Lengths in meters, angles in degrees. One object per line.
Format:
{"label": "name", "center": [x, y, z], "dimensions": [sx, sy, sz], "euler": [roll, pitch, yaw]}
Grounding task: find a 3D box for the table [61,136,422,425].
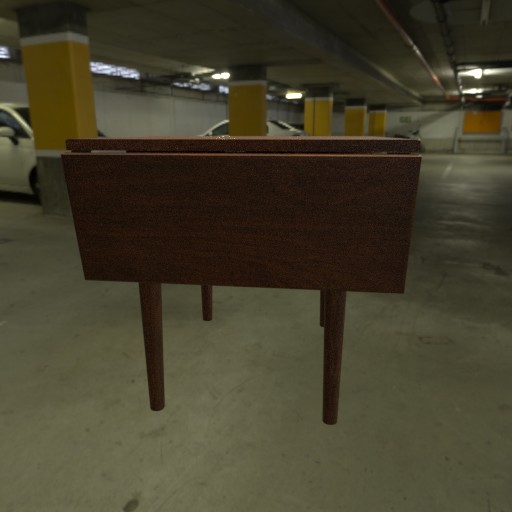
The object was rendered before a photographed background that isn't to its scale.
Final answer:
{"label": "table", "center": [0.000, 0.000, 1.476], "dimensions": [0.812, 0.763, 0.843], "euler": [2, 16, 7]}
